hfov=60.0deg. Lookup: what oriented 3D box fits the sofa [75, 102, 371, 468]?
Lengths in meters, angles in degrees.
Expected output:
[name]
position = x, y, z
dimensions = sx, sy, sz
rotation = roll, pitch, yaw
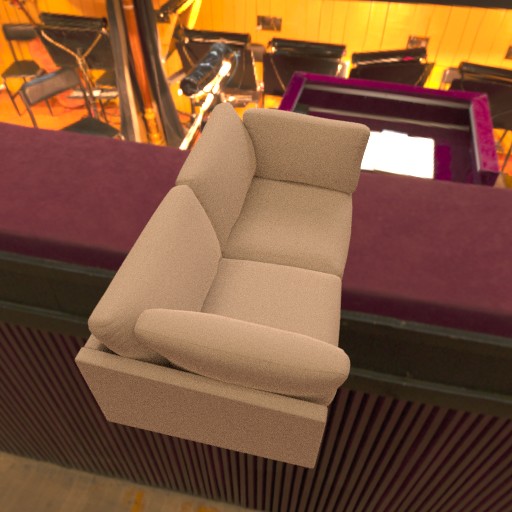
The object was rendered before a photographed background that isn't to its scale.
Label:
[sofa]
position = 0.000, 0.000, 2.269
dimensions = 0.970, 0.836, 1.776
rotation = 9, 46, 9
